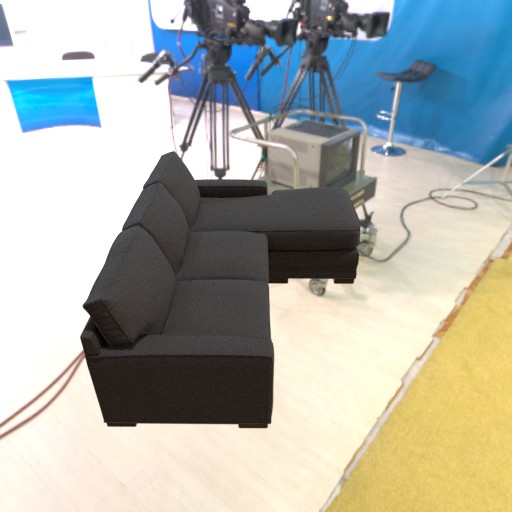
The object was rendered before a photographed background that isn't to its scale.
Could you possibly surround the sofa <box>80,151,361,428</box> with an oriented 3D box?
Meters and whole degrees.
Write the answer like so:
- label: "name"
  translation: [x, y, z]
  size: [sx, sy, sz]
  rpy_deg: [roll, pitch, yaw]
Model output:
- label: "sofa"
  translation: [0.000, 0.000, 3.369]
  size: [1.790, 0.973, 2.370]
  rpy_deg: [0, 32, 0]
